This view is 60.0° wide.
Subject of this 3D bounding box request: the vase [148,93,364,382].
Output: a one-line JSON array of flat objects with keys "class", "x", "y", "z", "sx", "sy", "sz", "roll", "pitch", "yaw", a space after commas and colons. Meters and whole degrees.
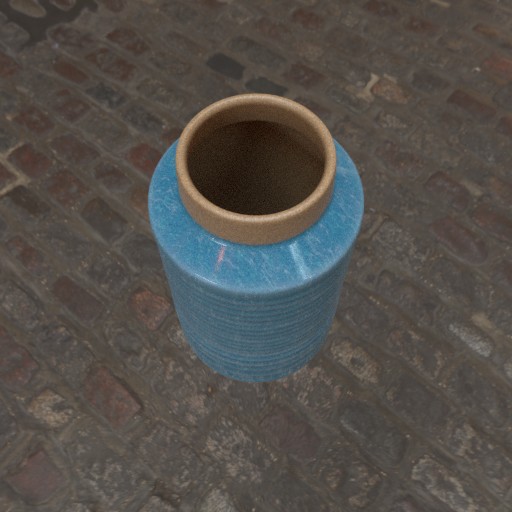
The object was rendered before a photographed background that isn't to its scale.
[{"class": "vase", "x": 0.000, "y": 0.000, "z": 0.367, "sx": 0.163, "sy": 0.267, "sz": 0.163, "roll": 0, "pitch": 64, "yaw": 0}]
